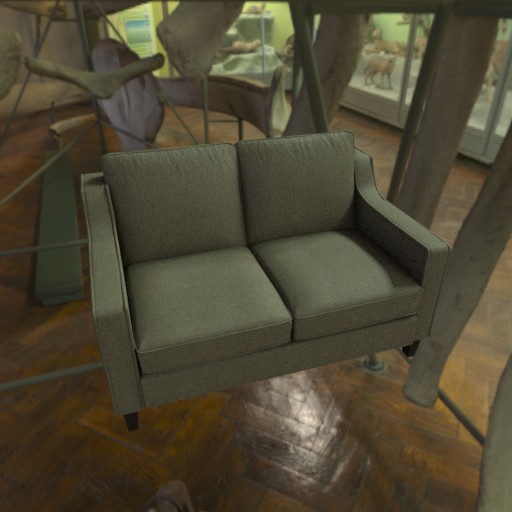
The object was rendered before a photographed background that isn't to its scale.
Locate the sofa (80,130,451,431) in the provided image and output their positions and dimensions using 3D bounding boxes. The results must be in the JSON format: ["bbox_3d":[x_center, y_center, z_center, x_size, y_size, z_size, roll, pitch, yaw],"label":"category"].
[{"bbox_3d":[0.000,0.000,2.169,1.503,0.981,0.985,-10,32,-16],"label":"sofa"}]
